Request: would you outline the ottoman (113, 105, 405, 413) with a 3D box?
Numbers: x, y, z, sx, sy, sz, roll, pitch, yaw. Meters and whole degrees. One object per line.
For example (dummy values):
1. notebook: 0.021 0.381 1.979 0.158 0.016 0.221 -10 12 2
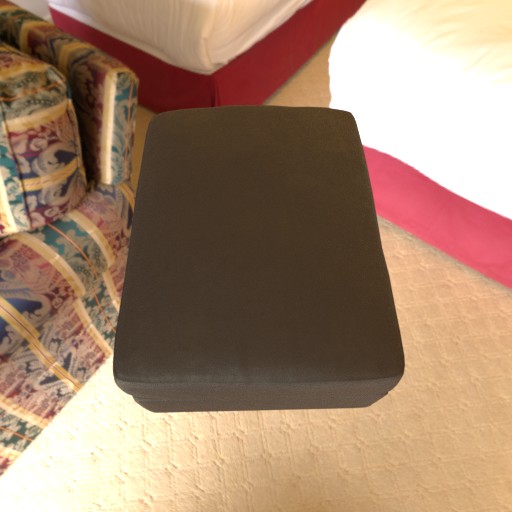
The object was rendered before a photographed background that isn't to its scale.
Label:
1. ottoman: 0.000 0.000 1.319 0.659 0.529 0.887 -1 58 -1
